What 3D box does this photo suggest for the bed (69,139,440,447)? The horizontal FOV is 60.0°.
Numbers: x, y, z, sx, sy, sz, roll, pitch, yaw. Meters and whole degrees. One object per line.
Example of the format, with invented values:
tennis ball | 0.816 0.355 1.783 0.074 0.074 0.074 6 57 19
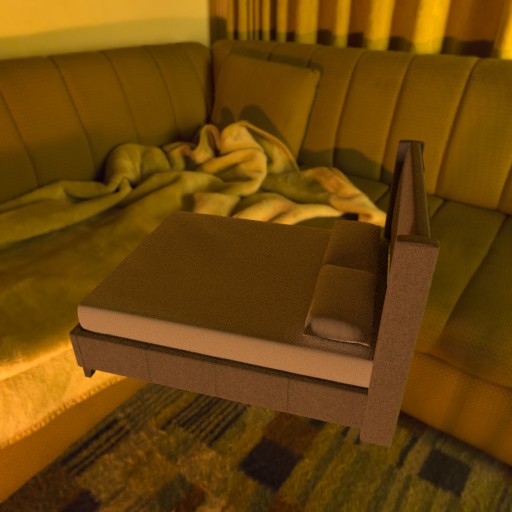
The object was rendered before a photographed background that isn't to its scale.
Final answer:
bed | 0.000 0.000 3.368 2.245 1.481 1.714 8 32 13
